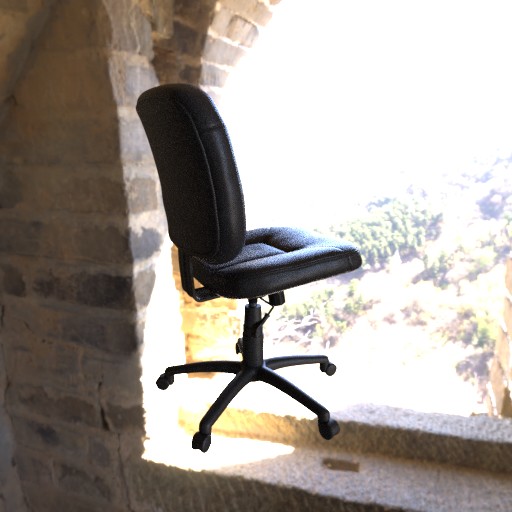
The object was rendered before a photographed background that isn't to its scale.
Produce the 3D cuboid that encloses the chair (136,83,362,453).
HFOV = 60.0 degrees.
[{"bbox_3d":[0.000,0.000,1.378,0.646,0.959,0.647,-7,15,-26],"label":"chair"}]
